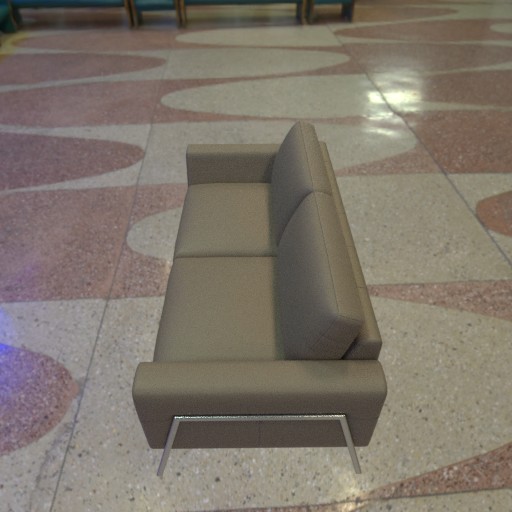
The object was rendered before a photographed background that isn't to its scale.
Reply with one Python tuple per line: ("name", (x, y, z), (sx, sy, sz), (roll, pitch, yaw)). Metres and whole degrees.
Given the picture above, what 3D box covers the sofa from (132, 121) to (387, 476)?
("sofa", (0.000, 0.000, 2.480), (0.953, 0.875, 2.017), (0, 41, 0))
